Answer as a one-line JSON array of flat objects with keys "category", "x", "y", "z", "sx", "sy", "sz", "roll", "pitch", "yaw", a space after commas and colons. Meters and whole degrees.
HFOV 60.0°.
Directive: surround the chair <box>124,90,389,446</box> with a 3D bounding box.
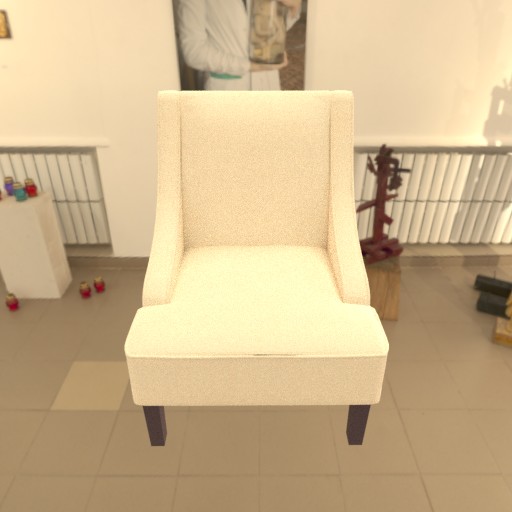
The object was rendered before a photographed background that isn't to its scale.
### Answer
[{"category": "chair", "x": 0.000, "y": 0.000, "z": 1.425, "sx": 0.689, "sy": 0.886, "sz": 0.806, "roll": 0, "pitch": 30, "yaw": 0}]
